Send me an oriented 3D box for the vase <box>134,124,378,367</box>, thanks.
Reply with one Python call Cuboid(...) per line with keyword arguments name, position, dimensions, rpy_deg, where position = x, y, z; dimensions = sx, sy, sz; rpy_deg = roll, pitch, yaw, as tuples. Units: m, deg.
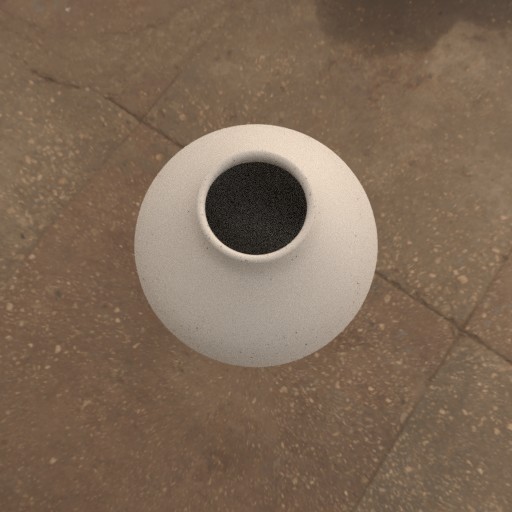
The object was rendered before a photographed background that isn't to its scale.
Cuboid(name="vase", position=(0.000, 0.000, 0.349), dimensions=(0.169, 0.240, 0.169), rpy_deg=(0, 77, 0))
